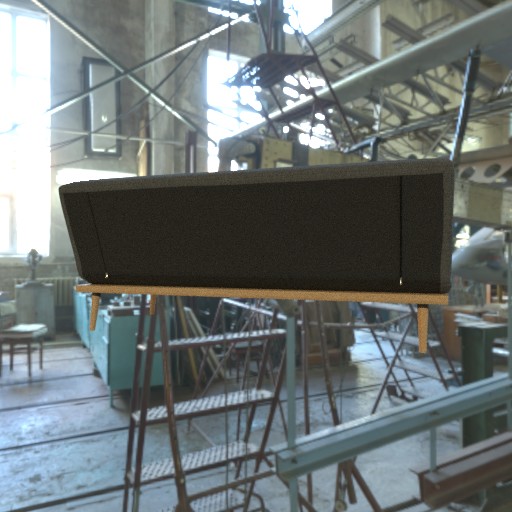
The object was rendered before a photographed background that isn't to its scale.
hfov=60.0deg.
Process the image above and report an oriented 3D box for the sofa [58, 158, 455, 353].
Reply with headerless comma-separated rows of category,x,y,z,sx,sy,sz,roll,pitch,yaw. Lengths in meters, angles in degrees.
sofa,0.000,0.000,2.276,1.820,0.770,0.820,0,1,18
